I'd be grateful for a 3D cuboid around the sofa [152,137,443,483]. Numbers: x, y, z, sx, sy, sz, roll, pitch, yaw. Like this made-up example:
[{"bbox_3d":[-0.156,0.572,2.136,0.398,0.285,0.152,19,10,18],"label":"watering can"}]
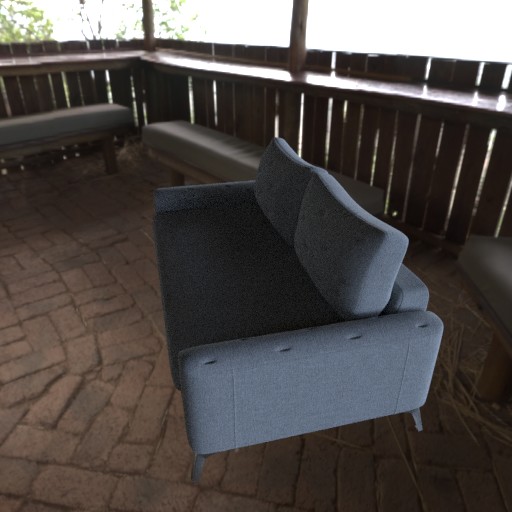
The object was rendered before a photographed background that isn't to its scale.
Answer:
[{"bbox_3d":[0.000,0.000,2.109,0.920,0.790,1.650,-7,29,-13],"label":"sofa"}]
